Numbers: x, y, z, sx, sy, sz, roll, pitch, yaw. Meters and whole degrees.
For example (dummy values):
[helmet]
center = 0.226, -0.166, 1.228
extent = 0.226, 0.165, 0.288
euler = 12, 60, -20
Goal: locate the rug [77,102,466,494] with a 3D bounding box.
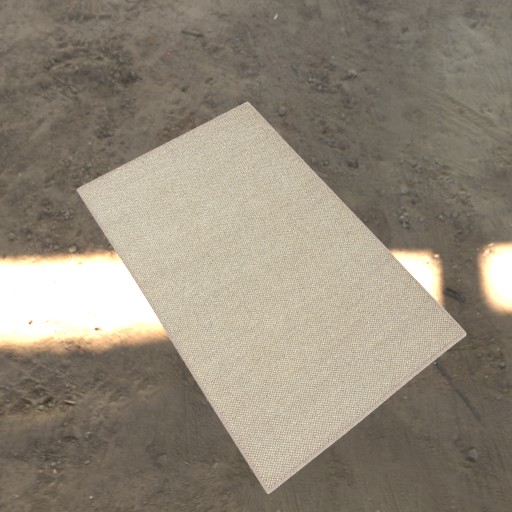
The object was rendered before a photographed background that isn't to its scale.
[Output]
[rug]
center = 0.000, 0.000, 2.087
extent = 1.067, 0.013, 1.676
euler = -32, 67, -15
